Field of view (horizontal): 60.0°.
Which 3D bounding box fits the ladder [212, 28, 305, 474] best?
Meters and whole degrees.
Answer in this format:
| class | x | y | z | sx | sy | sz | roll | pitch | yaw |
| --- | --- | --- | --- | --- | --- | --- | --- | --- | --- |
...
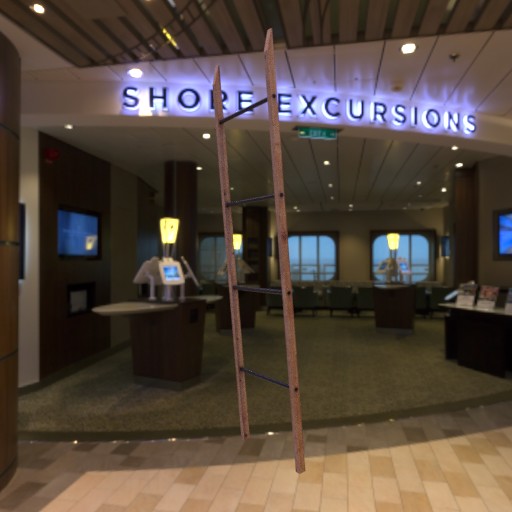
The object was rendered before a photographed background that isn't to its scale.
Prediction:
| class | x | y | z | sx | sy | sz | roll | pitch | yaw |
| --- | --- | --- | --- | --- | --- | --- | --- | --- | --- |
| ladder | 0.000 | 0.000 | 1.977 | 0.200 | 1.805 | 0.442 | 0 | 0 | -35 |
